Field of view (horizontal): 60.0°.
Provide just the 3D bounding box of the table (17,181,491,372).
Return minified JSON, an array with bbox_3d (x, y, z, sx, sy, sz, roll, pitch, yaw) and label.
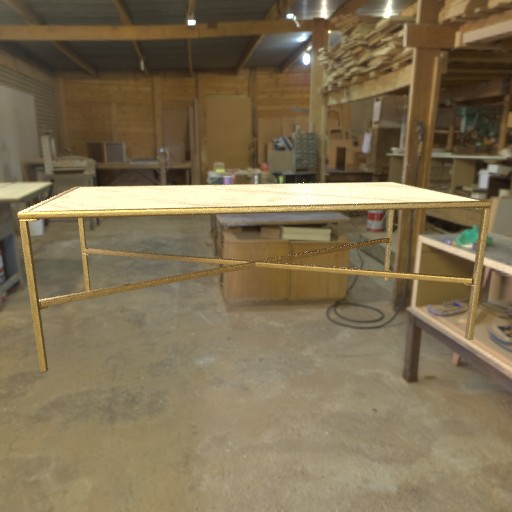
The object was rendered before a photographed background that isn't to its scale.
[{"bbox_3d":[0.000,0.000,1.430,1.197,0.405,0.577,-2,15,-9],"label":"table"}]
